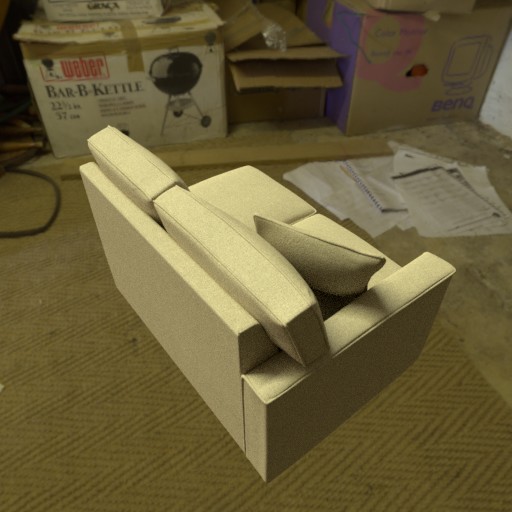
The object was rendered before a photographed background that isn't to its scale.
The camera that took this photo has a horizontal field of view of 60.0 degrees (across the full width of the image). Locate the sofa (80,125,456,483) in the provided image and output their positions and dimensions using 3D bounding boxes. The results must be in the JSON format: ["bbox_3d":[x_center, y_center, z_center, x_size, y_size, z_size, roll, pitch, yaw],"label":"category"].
[{"bbox_3d":[0.000,0.000,2.039,0.991,0.989,1.388,-27,48,-28],"label":"sofa"}]
